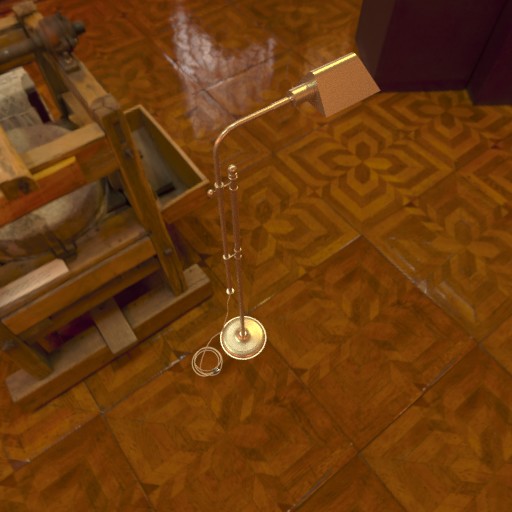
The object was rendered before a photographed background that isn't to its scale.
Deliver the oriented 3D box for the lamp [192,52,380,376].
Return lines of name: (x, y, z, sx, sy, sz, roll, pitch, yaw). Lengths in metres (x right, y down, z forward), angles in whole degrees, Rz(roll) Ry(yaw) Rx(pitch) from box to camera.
lamp: (0.000, 0.000, 1.844, 0.813, 1.571, 0.256, -31, 63, -18)
